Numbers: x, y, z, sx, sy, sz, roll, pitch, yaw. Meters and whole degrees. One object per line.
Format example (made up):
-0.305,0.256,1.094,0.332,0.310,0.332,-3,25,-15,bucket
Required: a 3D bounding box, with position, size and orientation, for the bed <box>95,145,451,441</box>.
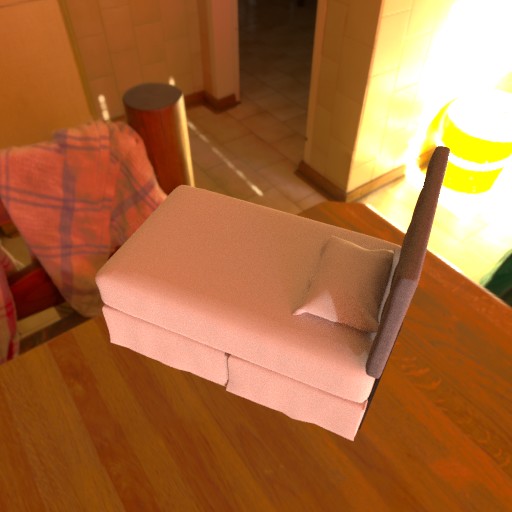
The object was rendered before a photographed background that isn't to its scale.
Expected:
0.000,0.000,3.030,1.997,1.571,1.261,18,48,16,bed
